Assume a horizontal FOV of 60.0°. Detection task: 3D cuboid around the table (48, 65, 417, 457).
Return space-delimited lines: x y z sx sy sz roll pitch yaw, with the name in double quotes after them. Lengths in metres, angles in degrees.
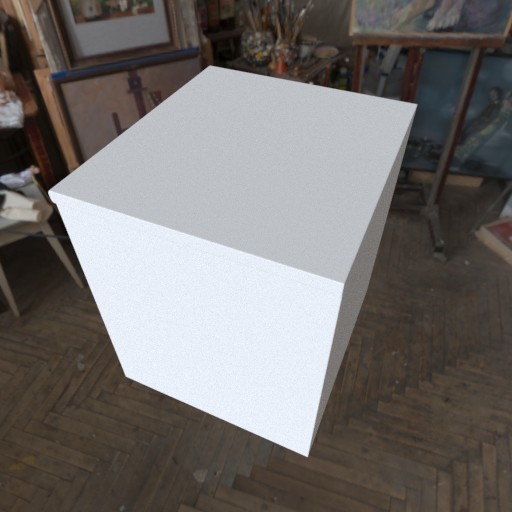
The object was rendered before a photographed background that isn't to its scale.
0.000 0.000 0.793 0.380 0.460 0.420 18 48 17 "table"
